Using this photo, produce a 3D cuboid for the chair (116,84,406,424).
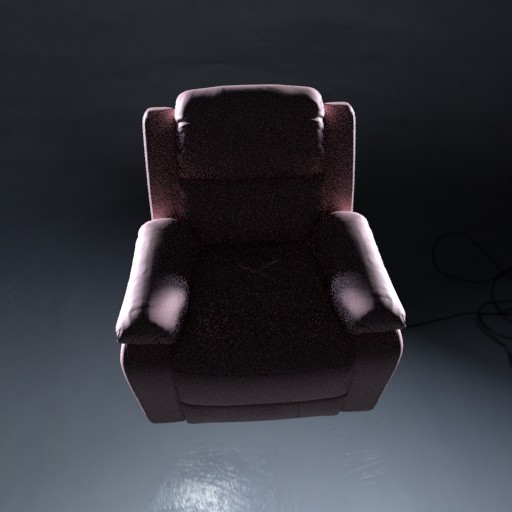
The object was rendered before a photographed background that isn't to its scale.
[{"bbox_3d":[0.000,0.000,1.231,0.680,0.702,0.709,-3,46,-2],"label":"chair"}]
